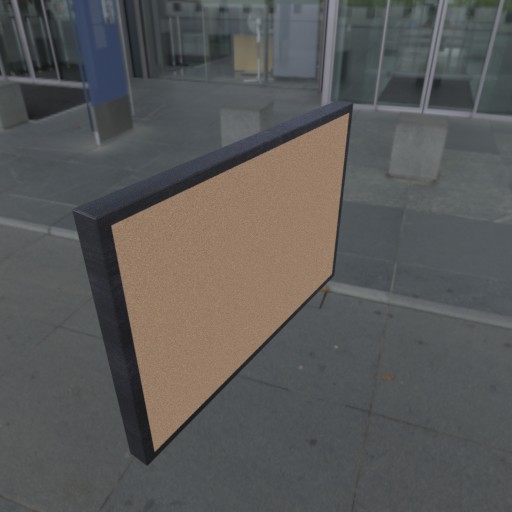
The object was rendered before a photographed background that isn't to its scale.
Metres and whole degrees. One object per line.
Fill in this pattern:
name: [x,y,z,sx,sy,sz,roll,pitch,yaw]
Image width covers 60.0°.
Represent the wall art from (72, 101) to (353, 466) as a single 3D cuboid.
wall art: [0.000,0.000,0.767,0.038,0.409,0.610,20,37,29]
